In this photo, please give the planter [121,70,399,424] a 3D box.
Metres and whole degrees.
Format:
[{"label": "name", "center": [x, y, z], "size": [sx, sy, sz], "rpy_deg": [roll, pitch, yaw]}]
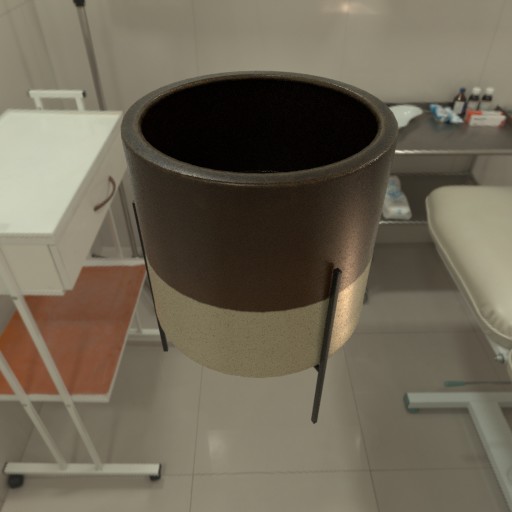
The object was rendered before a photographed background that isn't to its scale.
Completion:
[{"label": "planter", "center": [0.000, 0.000, 0.705], "size": [0.354, 0.465, 0.345], "rpy_deg": [-1, 40, -1]}]
